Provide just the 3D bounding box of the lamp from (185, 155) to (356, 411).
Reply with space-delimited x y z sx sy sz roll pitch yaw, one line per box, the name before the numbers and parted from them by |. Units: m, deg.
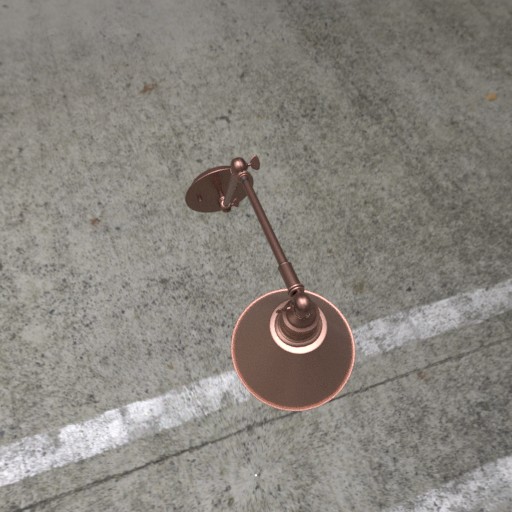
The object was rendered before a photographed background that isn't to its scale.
lamp | 0.000 0.000 0.897 0.223 0.502 0.624 -17 65 -8
